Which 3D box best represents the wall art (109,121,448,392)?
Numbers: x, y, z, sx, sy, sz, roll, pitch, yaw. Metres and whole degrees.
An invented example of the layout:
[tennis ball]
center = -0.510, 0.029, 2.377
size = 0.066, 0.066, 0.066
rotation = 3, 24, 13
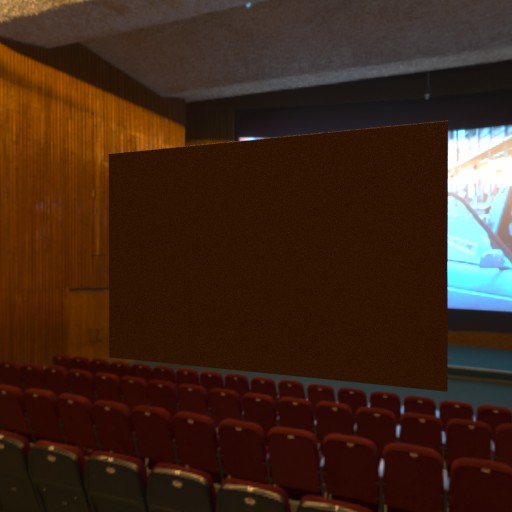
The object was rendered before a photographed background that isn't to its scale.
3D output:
[wall art]
center = 0.000, 0.000, 1.174
size = 0.932, 0.610, 0.027
rotation = 0, 0, 21
